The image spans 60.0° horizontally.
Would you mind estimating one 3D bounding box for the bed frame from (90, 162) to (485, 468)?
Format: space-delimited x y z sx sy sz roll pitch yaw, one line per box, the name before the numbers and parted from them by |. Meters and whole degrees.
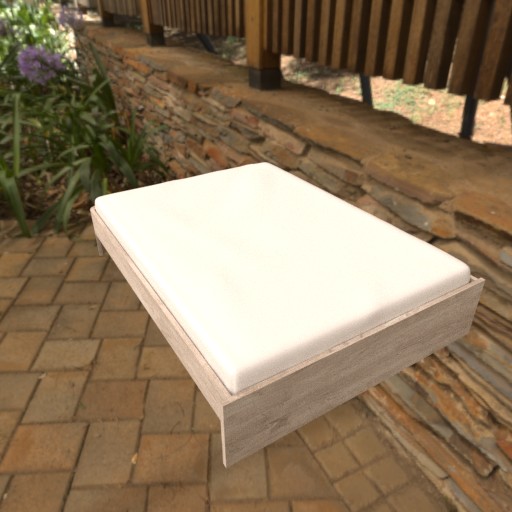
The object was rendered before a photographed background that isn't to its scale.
bed frame | 0.000 0.000 2.651 1.490 0.462 1.950 -18 35 -27
